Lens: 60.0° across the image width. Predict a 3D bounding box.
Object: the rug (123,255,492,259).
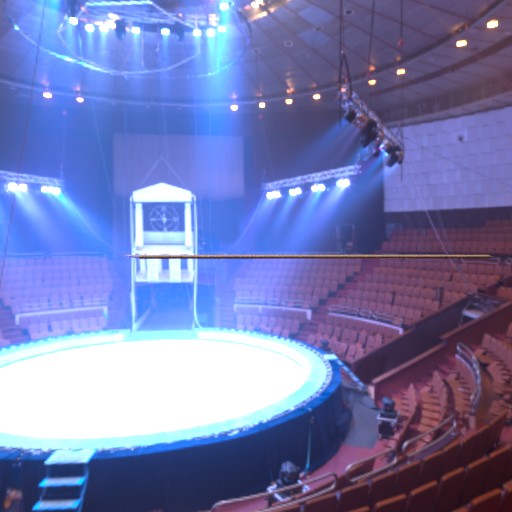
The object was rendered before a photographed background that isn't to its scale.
[{"bbox_3d":[0.000,0.000,2.852,1.589,0.014,2.205,0,0,-18],"label":"rug"}]
